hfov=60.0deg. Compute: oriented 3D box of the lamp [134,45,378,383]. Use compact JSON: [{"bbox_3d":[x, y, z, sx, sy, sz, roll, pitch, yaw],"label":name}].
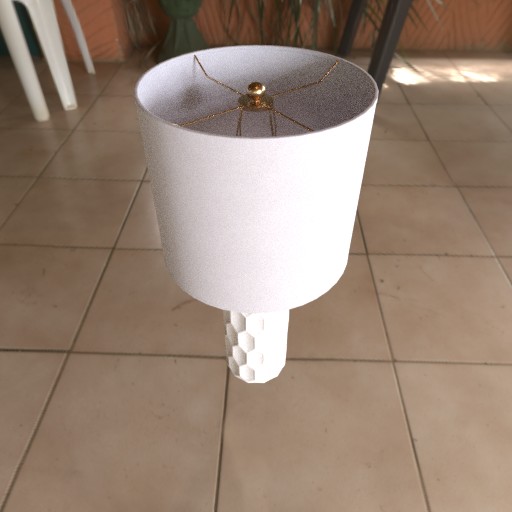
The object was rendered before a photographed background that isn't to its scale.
[{"bbox_3d":[0.000,0.000,0.689,0.277,0.537,0.277,0,42,0],"label":"lamp"}]
